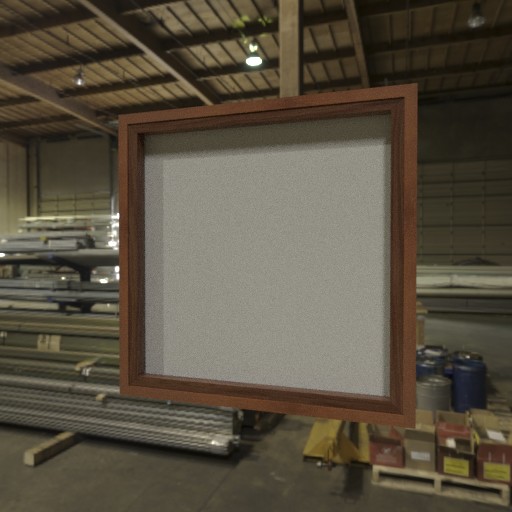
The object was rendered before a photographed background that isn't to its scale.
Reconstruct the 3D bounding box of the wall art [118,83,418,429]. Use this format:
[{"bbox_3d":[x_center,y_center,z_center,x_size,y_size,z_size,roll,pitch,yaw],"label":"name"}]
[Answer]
[{"bbox_3d":[0.000,0.000,0.594,0.403,0.403,0.035,0,1,18],"label":"wall art"}]
